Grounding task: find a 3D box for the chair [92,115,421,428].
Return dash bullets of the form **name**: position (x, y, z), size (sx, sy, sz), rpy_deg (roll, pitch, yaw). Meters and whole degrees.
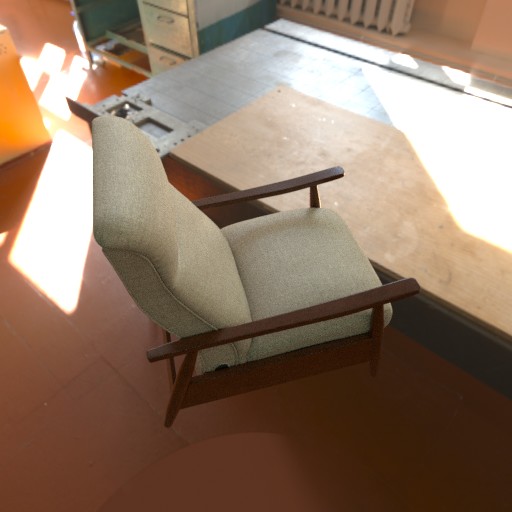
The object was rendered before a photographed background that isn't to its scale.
- **chair**: position (0.000, 0.000, 1.783), size (1.014, 1.082, 0.762), rpy_deg (-11, 48, -10)
